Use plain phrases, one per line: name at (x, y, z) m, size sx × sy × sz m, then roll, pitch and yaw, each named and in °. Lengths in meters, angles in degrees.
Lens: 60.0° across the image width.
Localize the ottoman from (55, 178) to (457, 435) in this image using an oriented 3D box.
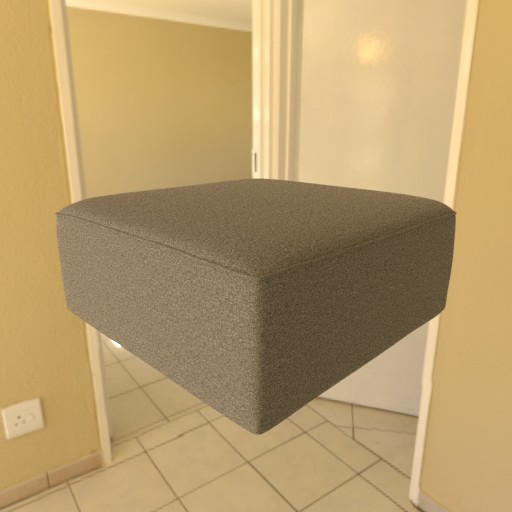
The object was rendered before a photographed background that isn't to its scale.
ottoman at (0.000, 0.000, 1.582) m, size 1.015 × 0.464 × 1.005 m, roll 16°, pitch 23°, yaw 43°
